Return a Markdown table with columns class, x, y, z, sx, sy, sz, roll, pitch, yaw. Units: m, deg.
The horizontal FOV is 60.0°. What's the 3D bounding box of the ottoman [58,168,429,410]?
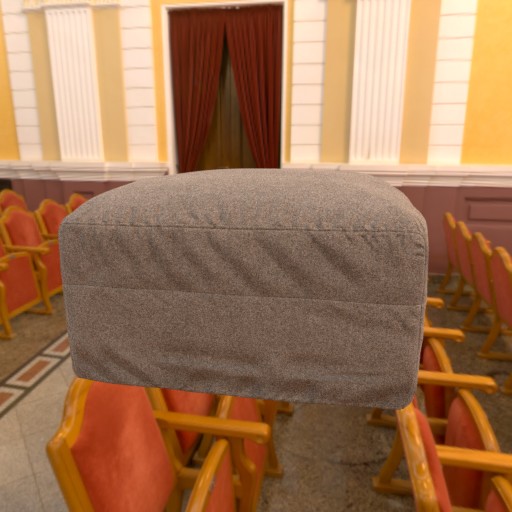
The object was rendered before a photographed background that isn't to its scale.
| class | x | y | z | sx | sy | sz | roll | pitch | yaw |
| --- | --- | --- | --- | --- | --- | --- | --- | --- | --- |
| ottoman | 0.000 | 0.000 | 1.251 | 0.837 | 0.481 | 0.683 | 3 | 16 | 10 |
